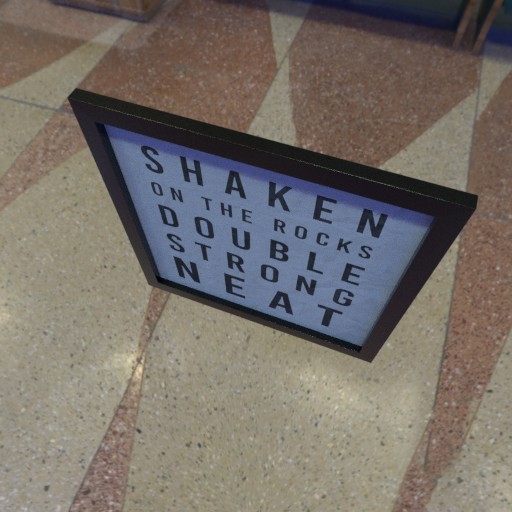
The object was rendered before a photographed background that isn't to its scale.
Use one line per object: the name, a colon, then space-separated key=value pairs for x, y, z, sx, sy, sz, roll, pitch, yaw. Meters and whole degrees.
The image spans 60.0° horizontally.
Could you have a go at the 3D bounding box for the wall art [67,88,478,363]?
wall art: x=0.000 y=0.000 z=0.508 sx=0.349 sy=0.349 sz=0.014 roll=18 pitch=60 yaw=11
